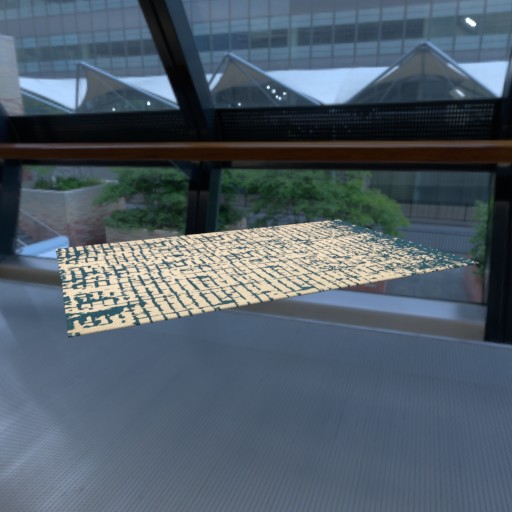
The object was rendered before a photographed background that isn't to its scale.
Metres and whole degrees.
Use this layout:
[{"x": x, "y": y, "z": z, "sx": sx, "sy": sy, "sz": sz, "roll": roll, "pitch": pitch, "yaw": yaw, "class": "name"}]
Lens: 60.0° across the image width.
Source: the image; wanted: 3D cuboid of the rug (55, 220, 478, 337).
[{"x": 0.000, "y": 0.000, "z": 2.989, "sx": 2.435, "sy": 0.011, "sz": 1.517, "roll": -7, "pitch": 18, "yaw": -24, "class": "rug"}]
